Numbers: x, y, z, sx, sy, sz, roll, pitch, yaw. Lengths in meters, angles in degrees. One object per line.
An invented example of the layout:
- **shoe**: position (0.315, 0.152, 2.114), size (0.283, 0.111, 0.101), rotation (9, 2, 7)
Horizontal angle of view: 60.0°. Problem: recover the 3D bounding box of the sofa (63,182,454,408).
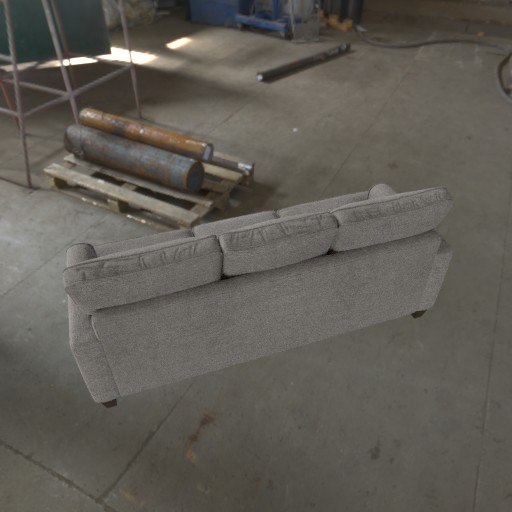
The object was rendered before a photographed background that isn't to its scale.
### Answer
- **sofa**: position (0.000, 0.000, 2.705), size (2.158, 0.965, 0.951), rotation (-13, 43, -14)
